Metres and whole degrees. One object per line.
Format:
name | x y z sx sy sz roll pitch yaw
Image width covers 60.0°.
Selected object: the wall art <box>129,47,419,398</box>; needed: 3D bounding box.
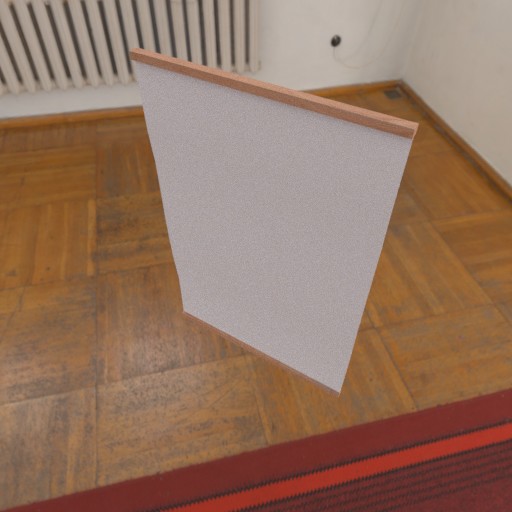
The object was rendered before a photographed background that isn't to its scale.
wall art | 0.000 0.000 0.634 0.332 0.508 0.012 24 51 21
